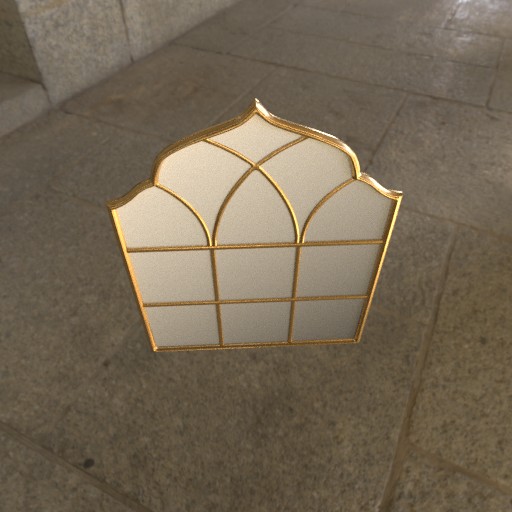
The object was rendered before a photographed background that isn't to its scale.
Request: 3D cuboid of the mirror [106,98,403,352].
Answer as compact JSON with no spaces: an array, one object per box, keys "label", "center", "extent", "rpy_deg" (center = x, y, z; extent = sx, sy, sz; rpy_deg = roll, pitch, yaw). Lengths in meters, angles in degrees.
[{"label":"mirror","center":[0.000,0.000,0.860],"extent":[0.513,0.635,0.018],"rpy_deg":[-2,46,-2]}]
